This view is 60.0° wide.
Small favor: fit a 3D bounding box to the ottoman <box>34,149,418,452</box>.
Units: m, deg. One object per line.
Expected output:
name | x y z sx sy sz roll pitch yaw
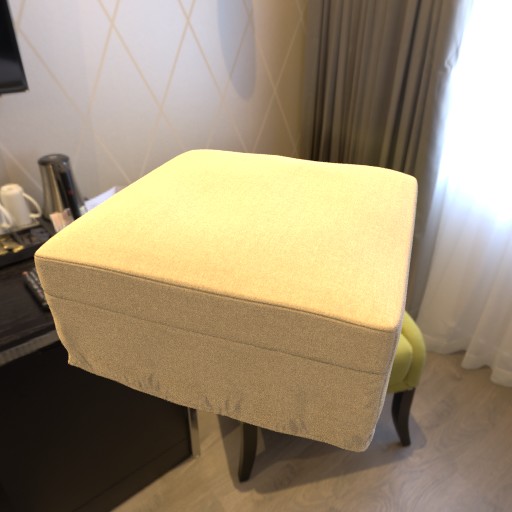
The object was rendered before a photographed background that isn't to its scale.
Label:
ottoman | 0.000 0.000 1.311 0.843 0.436 0.840 10 32 17
